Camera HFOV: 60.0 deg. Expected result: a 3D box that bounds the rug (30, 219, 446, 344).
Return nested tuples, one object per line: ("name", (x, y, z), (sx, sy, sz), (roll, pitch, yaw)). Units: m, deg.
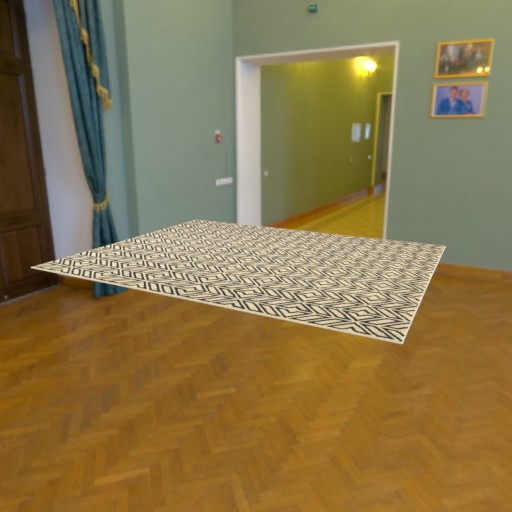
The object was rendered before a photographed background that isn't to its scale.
("rug", (0.000, 0.000, 4.102), (3.045, 0.008, 2.421), (8, 17, 27))
